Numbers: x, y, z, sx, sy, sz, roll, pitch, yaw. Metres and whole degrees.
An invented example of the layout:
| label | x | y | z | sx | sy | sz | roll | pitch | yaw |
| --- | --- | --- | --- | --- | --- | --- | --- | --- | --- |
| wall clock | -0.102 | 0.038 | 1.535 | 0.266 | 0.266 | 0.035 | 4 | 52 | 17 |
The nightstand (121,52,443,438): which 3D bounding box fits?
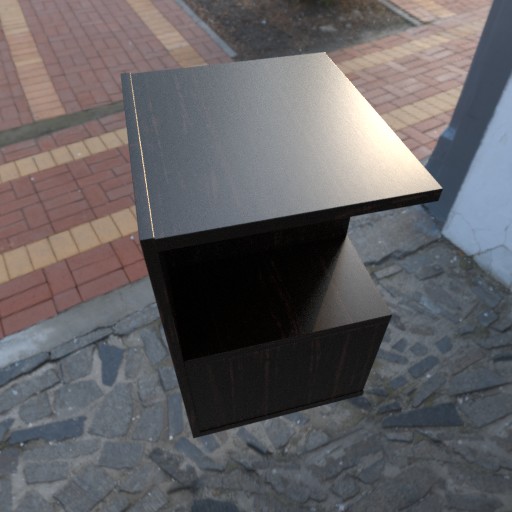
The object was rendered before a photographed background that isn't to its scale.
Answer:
| label | x | y | z | sx | sy | sz | roll | pitch | yaw |
| --- | --- | --- | --- | --- | --- | --- | --- | --- | --- |
| nightstand | 0.000 | 0.000 | 0.830 | 0.356 | 0.559 | 0.400 | -11 | 48 | -10 |
